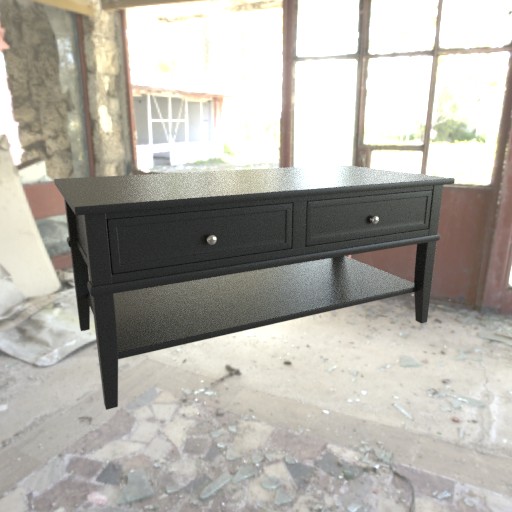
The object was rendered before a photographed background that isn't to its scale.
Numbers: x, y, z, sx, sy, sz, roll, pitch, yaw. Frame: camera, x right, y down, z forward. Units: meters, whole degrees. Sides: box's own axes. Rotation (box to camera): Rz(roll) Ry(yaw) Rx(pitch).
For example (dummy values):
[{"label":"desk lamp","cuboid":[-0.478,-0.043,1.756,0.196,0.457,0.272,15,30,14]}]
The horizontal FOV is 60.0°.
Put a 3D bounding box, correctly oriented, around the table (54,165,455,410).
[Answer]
[{"label":"table","cuboid":[0.000,0.000,1.356,1.044,0.470,0.523,-8,18,-26]}]
